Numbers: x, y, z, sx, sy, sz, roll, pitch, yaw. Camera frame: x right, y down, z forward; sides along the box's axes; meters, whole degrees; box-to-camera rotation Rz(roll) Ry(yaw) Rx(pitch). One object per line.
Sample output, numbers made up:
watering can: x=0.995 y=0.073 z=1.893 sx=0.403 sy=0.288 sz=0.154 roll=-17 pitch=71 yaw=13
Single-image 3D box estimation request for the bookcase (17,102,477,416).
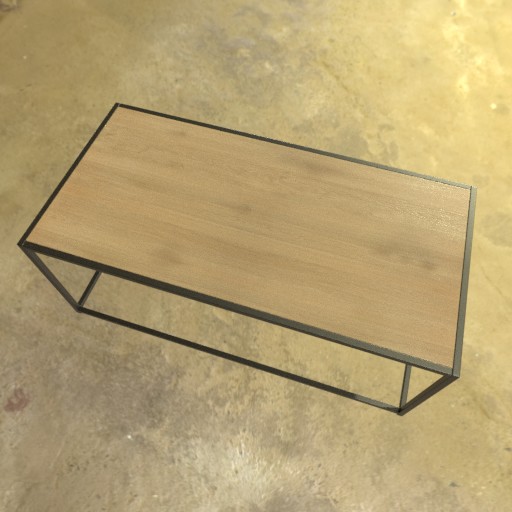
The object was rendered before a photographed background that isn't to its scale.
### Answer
bookcase: x=0.000 y=0.000 z=1.235 sx=1.000 sy=0.400 sz=0.500 roll=16 pitch=61 yaw=9
